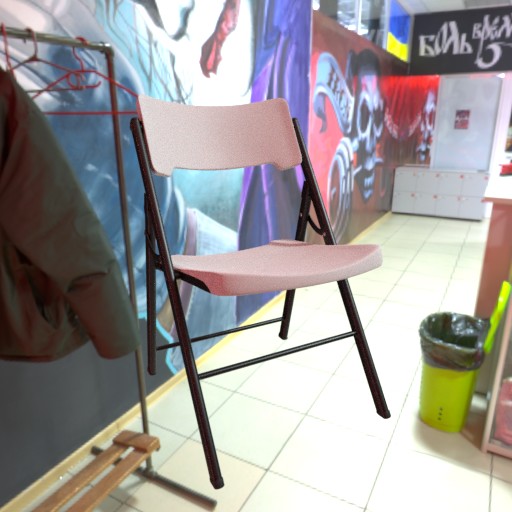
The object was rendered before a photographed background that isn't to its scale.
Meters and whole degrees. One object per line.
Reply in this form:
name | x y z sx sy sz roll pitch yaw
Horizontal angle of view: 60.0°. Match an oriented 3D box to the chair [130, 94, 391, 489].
chair | 0.000 0.000 1.099 0.482 0.765 0.577 -9 19 -27
